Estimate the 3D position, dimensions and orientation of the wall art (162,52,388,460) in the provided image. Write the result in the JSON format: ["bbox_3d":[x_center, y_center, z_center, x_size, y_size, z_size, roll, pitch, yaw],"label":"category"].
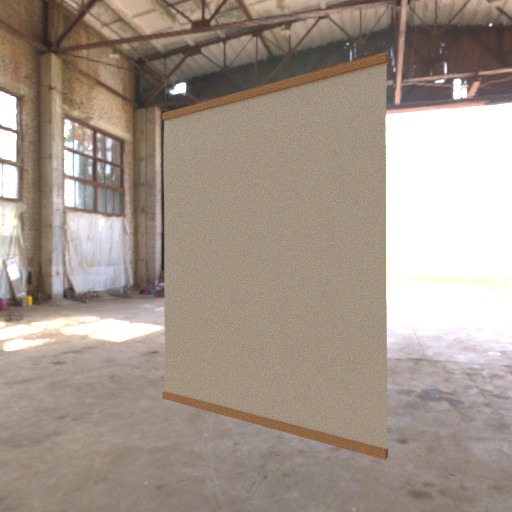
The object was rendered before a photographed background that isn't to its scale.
[{"bbox_3d":[0.000,0.000,0.673,0.404,0.507,0.010,0,0,36],"label":"wall art"}]
